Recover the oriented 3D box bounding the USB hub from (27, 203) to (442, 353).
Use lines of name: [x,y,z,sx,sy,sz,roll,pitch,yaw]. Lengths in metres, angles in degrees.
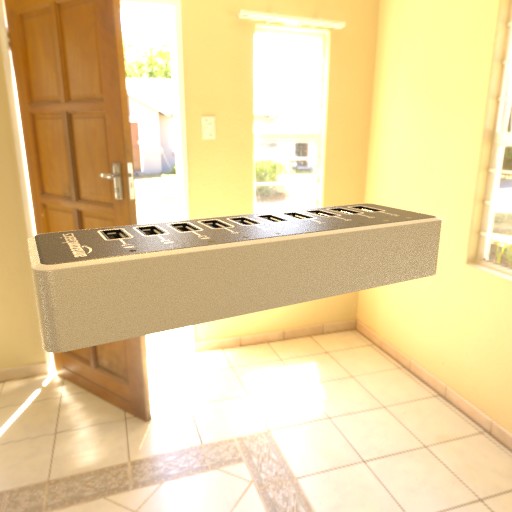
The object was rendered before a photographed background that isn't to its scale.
USB hub: [0.000,0.000,0.161,0.145,0.023,0.044,-8,17,-27]
